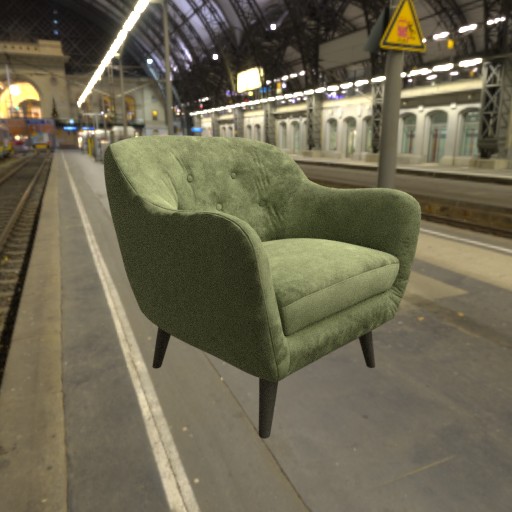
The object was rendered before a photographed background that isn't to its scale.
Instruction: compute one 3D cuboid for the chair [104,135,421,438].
[{"bbox_3d":[0.000,0.000,1.522,0.840,0.804,0.819,-14,20,-43],"label":"chair"}]
